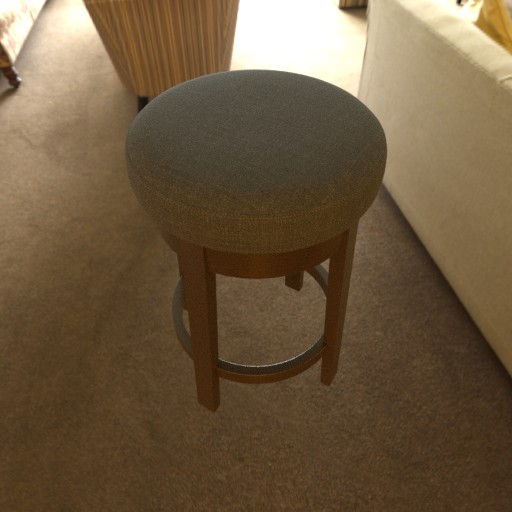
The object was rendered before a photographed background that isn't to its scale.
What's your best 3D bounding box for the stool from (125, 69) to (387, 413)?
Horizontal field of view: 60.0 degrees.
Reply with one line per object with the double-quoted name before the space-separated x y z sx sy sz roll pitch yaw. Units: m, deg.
"stool" 0.000 0.000 0.942 0.449 0.655 0.449 0 47 0
